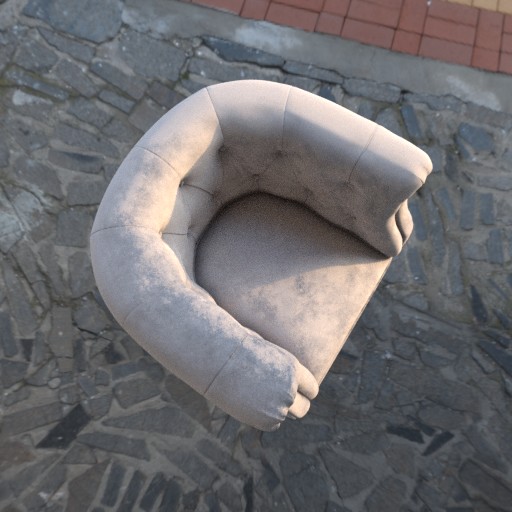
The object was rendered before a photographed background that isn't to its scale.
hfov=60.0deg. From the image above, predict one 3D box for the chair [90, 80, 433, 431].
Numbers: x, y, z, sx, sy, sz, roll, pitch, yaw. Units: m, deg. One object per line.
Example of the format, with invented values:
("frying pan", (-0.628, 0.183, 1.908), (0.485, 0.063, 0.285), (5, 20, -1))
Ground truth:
("chair", (0.000, 0.000, 1.545), (0.851, 0.826, 0.904), (32, 78, 8))
